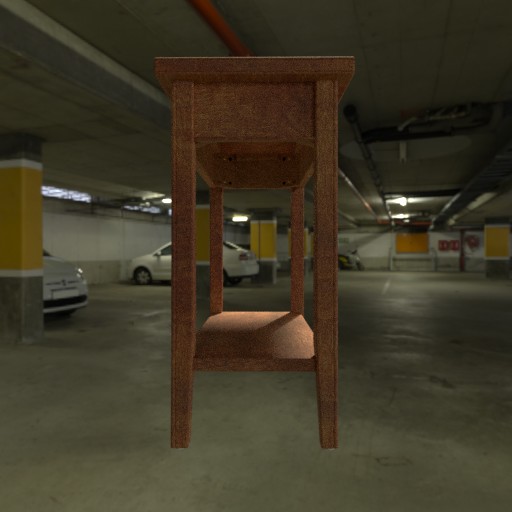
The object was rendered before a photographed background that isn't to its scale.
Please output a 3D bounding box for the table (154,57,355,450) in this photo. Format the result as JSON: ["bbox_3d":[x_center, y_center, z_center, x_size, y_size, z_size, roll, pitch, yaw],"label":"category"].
[{"bbox_3d":[0.000,0.000,0.979,0.305,0.610,0.610,0,1,1],"label":"table"}]
